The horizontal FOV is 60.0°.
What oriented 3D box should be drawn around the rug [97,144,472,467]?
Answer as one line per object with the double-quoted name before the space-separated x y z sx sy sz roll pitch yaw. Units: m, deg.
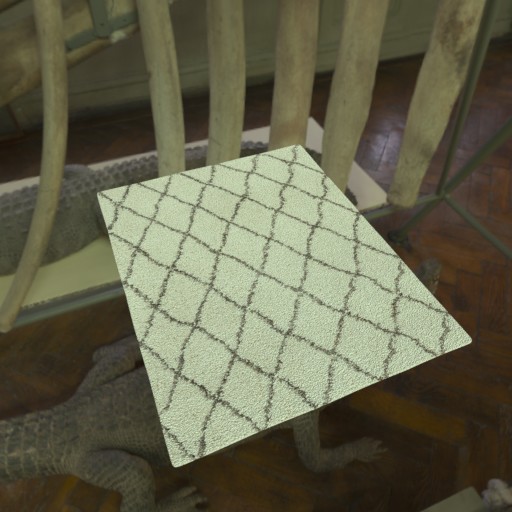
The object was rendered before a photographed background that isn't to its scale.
"rug" 0.000 0.000 4.132 2.438 0.029 3.047 -17 49 -15
